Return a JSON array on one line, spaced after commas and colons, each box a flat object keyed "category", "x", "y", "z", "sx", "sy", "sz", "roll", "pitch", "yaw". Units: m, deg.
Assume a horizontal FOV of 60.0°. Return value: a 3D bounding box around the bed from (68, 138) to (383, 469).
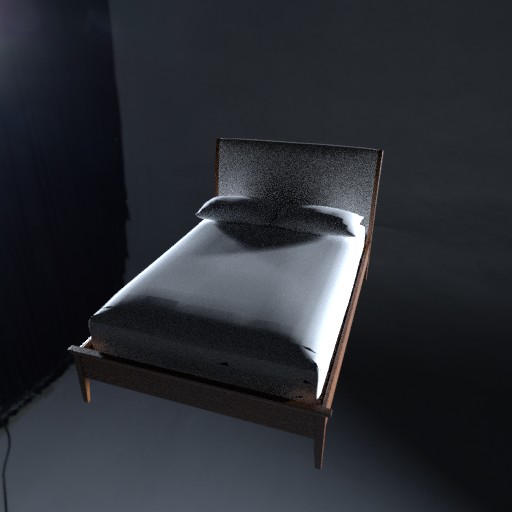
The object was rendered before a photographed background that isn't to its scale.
[{"category": "bed", "x": 0.000, "y": 0.000, "z": 3.386, "sx": 1.612, "sy": 1.250, "sz": 2.380, "roll": 9, "pitch": 28, "yaw": 17}]
